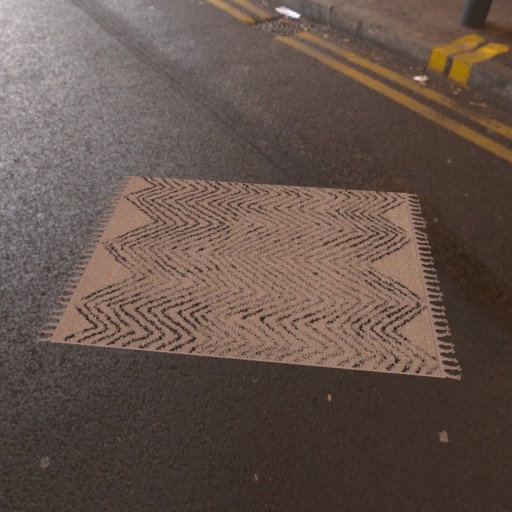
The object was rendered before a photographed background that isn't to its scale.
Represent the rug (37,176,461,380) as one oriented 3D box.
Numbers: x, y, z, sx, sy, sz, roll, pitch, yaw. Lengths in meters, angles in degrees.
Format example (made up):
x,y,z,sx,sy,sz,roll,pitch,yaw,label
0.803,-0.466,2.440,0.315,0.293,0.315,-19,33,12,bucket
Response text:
x,y,z,sx,sy,sz,roll,pitch,yaw,label
0.000,0.000,2.304,1.847,0.014,1.230,4,46,4,rug
